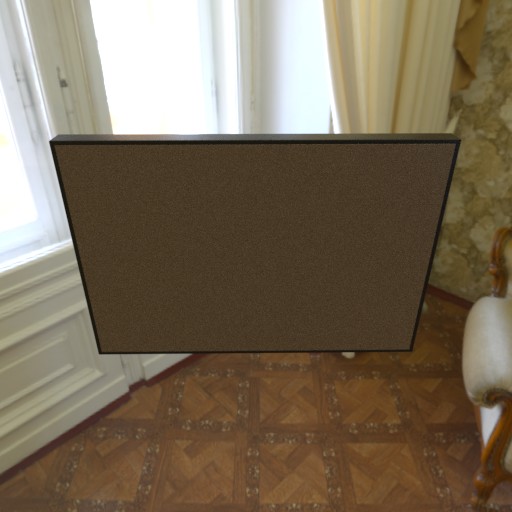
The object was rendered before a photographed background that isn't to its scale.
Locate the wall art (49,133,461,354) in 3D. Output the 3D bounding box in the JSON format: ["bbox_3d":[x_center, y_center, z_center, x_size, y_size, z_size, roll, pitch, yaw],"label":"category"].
[{"bbox_3d":[0.000,0.000,1.192,0.939,0.640,0.058,0,30,-1],"label":"wall art"}]
